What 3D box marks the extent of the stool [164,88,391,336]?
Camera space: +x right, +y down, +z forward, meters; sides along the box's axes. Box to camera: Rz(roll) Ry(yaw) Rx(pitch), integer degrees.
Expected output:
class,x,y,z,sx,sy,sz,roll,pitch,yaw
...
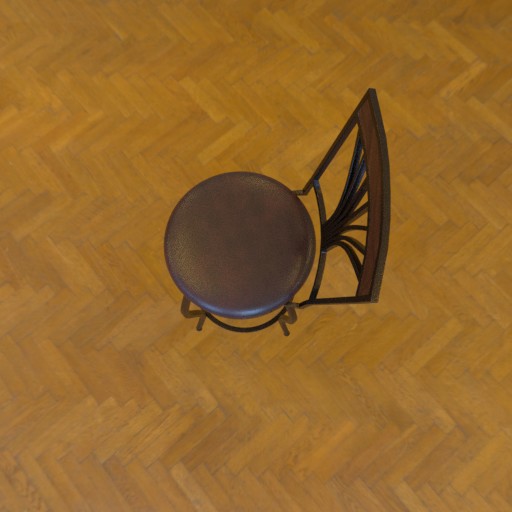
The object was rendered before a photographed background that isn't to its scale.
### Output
class,x,y,z,sx,sy,sz,roll,pitch,yaw
stool,0.000,0.000,1.376,0.514,1.117,0.433,3,75,1
